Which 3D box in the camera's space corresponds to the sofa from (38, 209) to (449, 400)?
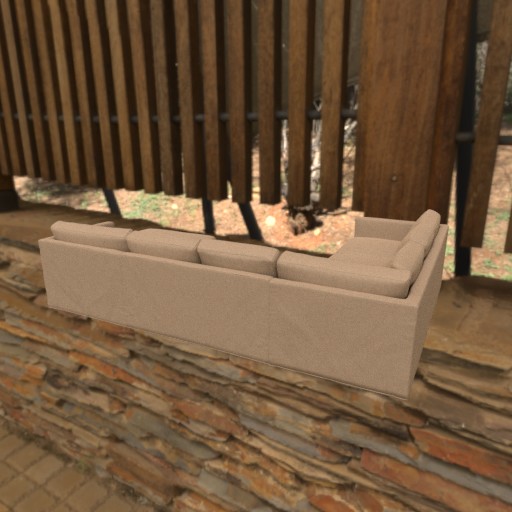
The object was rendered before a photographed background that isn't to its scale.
[{"bbox_3d":[0.000,0.000,4.561,3.460,0.882,2.427,9,19,25],"label":"sofa"}]
